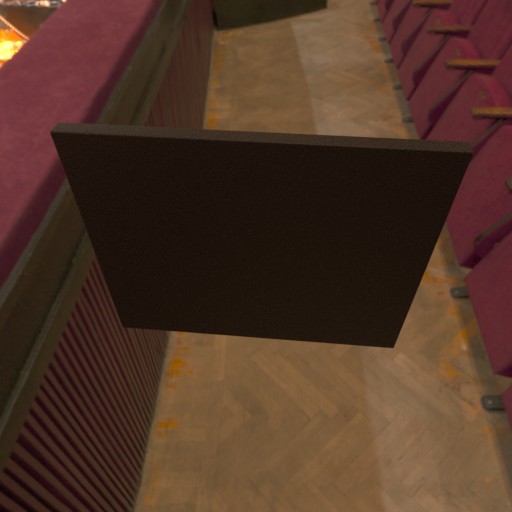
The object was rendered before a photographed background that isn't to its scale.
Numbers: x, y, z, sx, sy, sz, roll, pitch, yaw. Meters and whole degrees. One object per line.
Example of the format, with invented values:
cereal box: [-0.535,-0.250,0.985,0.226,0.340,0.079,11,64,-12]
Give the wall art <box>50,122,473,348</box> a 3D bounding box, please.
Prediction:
wall art: [0.000,0.000,0.752,0.558,0.457,0.031,4,46,4]
